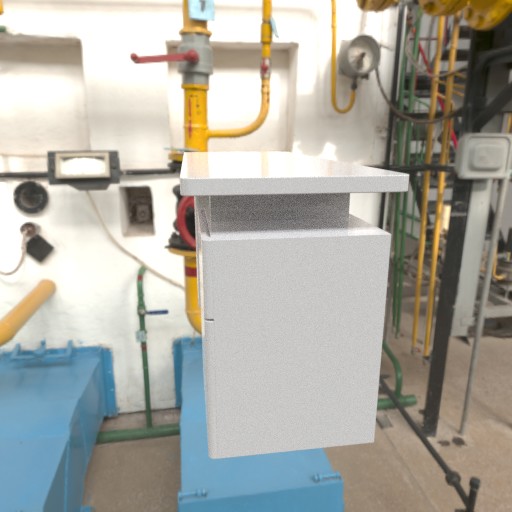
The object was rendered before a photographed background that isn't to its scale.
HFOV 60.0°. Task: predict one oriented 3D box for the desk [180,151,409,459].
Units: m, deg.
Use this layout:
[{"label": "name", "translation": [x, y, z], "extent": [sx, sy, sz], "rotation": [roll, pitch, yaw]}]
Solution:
[{"label": "desk", "translation": [0.000, 0.000, 1.785], "extent": [0.550, 0.762, 1.400], "rotation": [-2, 16, -8]}]
